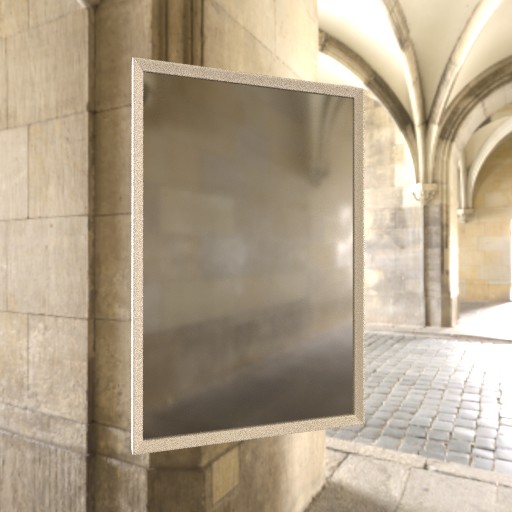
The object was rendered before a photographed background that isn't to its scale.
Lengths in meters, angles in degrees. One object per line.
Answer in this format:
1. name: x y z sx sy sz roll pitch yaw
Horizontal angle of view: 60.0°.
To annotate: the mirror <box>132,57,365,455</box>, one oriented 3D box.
1. mirror: 0.000 0.000 1.132 0.609 0.915 0.041 0 0 -18
